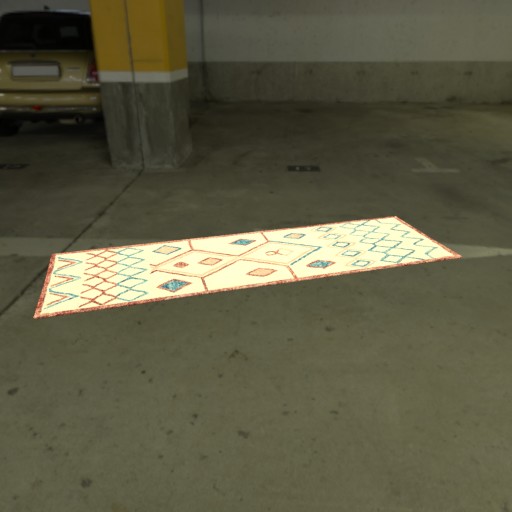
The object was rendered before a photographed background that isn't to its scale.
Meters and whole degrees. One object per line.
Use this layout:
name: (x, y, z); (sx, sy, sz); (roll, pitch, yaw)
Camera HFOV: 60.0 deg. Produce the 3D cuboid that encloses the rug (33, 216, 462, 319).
rug: (0.000, 0.000, 2.749); (2.435, 0.011, 0.750); (-7, 26, -15)
